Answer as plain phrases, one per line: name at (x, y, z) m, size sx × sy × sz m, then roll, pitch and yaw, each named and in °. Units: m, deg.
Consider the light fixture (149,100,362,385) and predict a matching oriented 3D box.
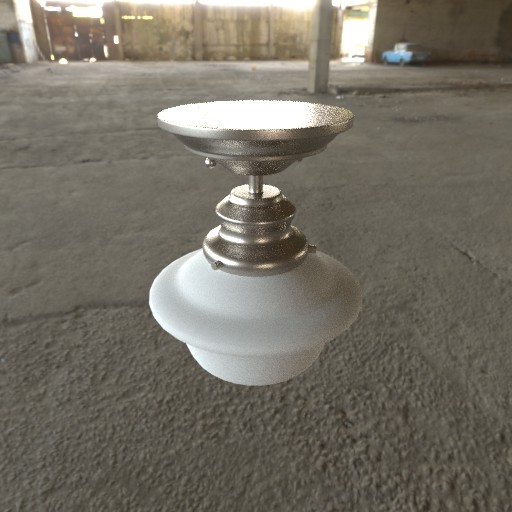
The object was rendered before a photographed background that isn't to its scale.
light fixture at (0.000, 0.000, 0.407) m, size 0.199 × 0.254 × 0.199 m, roll 0°, pitch 26°, yaw 0°
